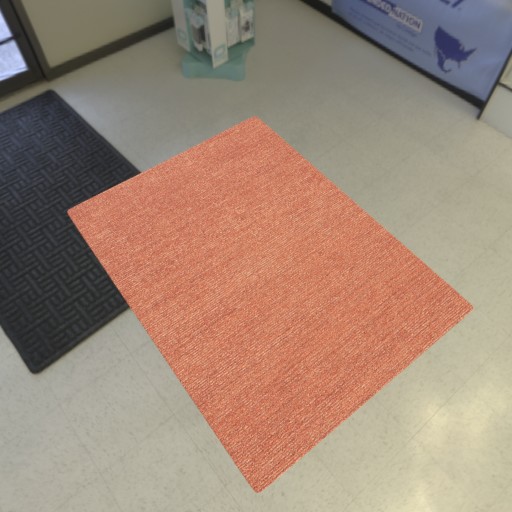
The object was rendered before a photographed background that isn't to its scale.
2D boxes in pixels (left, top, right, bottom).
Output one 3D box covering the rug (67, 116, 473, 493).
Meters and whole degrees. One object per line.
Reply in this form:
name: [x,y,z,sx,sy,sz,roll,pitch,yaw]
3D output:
rug: [0.000,0.000,2.768,1.594,0.009,2.112,-32,63,-19]
